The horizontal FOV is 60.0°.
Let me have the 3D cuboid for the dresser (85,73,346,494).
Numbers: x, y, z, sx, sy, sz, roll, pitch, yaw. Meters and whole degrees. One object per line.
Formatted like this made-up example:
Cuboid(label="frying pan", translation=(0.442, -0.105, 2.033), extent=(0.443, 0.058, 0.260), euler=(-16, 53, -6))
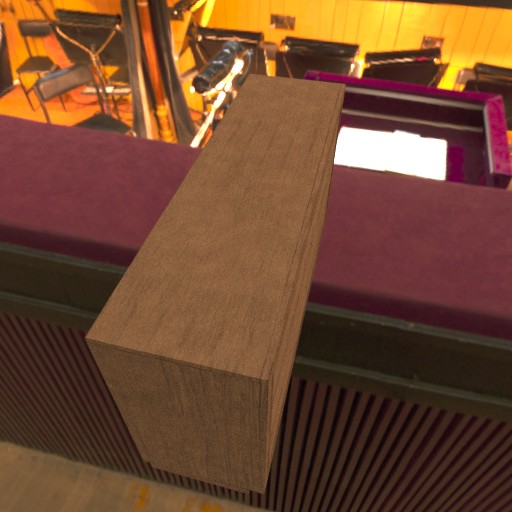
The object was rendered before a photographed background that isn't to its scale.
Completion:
Cuboid(label="dresser", translation=(0.000, 0.000, 1.951), extent=(0.483, 0.889, 1.628), euler=(10, 46, 10))
